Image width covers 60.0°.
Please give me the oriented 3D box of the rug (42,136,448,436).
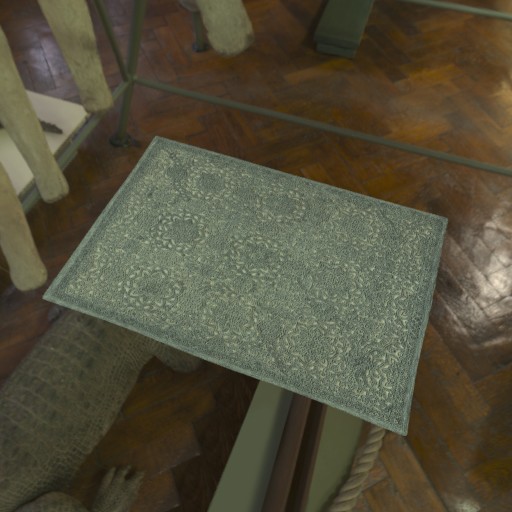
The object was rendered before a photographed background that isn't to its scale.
[{"bbox_3d":[0.000,0.000,2.342,1.830,0.016,1.224,18,60,11],"label":"rug"}]
